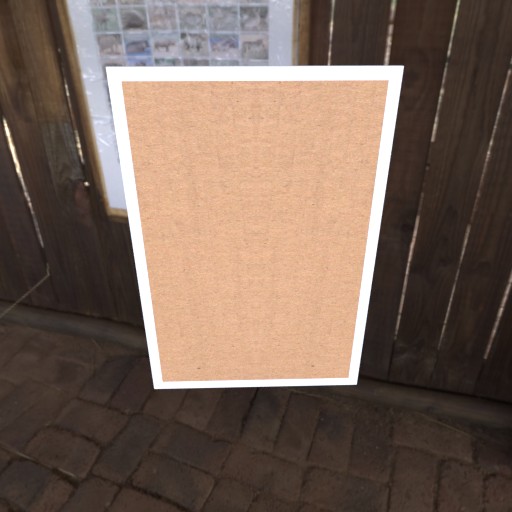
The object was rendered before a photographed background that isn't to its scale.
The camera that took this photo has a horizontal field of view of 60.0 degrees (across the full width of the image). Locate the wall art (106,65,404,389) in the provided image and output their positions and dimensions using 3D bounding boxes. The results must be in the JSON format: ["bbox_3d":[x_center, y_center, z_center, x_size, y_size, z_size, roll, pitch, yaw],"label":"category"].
[{"bbox_3d":[0.000,0.000,1.220,0.660,0.965,0.015,-1,29,-1],"label":"wall art"}]
